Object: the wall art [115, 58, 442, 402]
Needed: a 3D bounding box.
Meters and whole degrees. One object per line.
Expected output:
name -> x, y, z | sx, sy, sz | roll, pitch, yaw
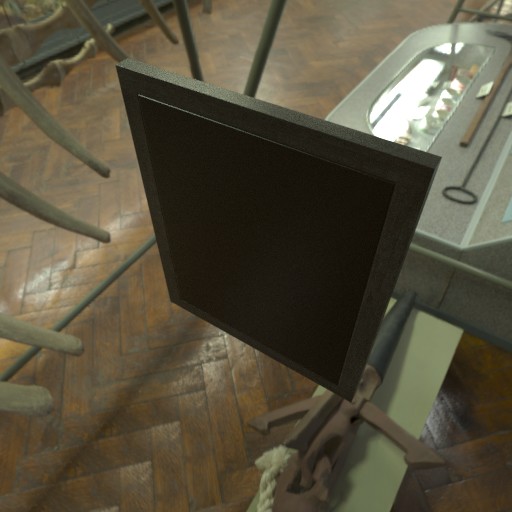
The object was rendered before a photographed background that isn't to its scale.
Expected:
wall art -> 0.000, 0.000, 0.790 | 0.479, 0.580, 0.027 | 25, 52, 22
